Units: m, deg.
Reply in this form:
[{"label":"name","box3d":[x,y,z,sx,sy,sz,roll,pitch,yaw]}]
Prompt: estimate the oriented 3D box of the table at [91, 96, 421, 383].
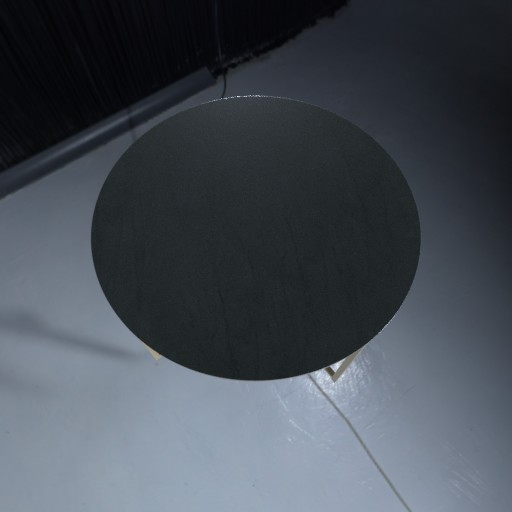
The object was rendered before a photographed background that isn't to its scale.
[{"label":"table","box3d":[0.000,0.000,1.290,0.800,0.450,0.800,0,63,0]}]
